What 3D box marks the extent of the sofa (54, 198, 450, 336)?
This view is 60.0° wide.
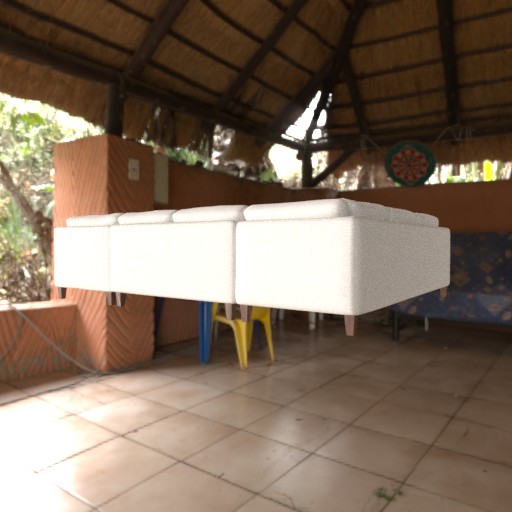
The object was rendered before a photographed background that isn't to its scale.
[{"bbox_3d":[0.000,0.000,4.532,3.238,0.853,2.551,1,2,35],"label":"sofa"}]
